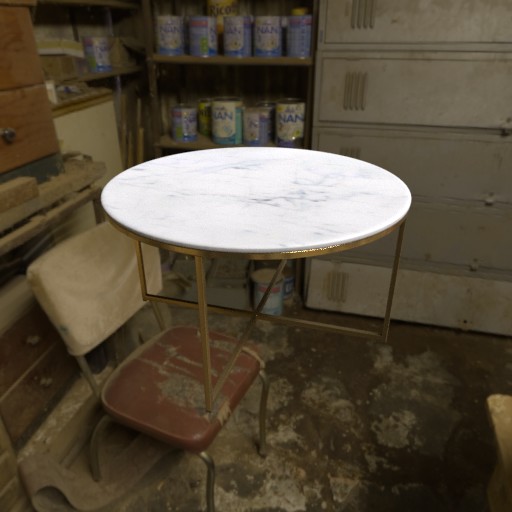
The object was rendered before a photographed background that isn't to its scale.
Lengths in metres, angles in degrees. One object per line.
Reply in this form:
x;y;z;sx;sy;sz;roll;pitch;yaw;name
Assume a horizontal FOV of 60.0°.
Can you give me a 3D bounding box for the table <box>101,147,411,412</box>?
0.000;0.000;1.296;0.800;0.450;0.800;0;27;0;table
